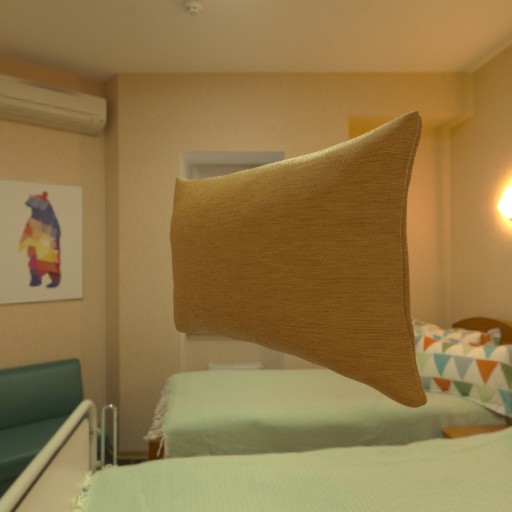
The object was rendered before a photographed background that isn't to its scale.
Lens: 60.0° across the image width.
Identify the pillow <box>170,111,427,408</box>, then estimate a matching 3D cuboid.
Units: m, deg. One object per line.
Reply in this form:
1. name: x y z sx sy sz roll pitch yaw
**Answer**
1. pillow: 0.000 0.000 0.764 0.210 0.354 0.634 0 1 -37
